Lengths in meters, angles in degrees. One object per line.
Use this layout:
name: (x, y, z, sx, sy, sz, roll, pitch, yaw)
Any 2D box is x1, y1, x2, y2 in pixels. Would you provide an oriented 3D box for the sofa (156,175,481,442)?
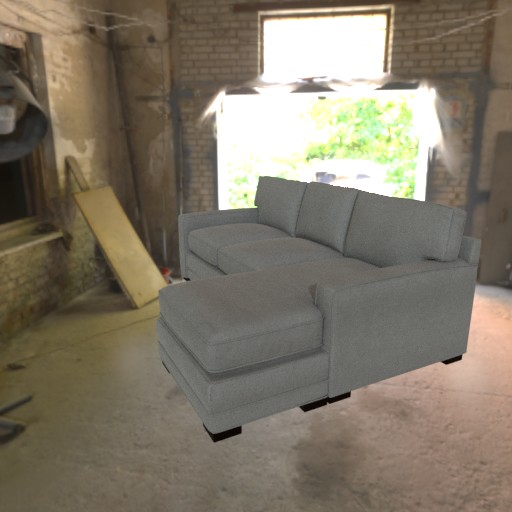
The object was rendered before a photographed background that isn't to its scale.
sofa: (0.000, 0.000, 2.849, 1.496, 0.861, 2.087, -8, 17, -27)
